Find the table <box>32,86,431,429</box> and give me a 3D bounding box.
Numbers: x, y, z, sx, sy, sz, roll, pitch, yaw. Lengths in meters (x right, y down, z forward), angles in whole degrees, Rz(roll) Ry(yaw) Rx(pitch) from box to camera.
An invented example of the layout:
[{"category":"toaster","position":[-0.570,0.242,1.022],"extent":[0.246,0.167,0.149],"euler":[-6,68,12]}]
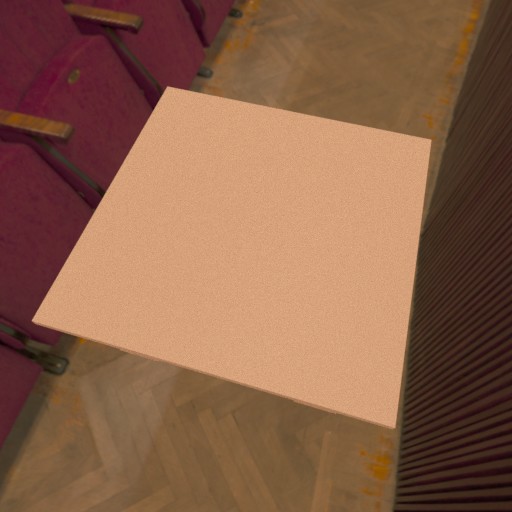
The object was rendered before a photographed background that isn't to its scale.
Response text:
[{"category":"table","position":[0.000,0.000,1.068],"extent":[0.670,0.305,0.670],"euler":[14,61,8]}]
